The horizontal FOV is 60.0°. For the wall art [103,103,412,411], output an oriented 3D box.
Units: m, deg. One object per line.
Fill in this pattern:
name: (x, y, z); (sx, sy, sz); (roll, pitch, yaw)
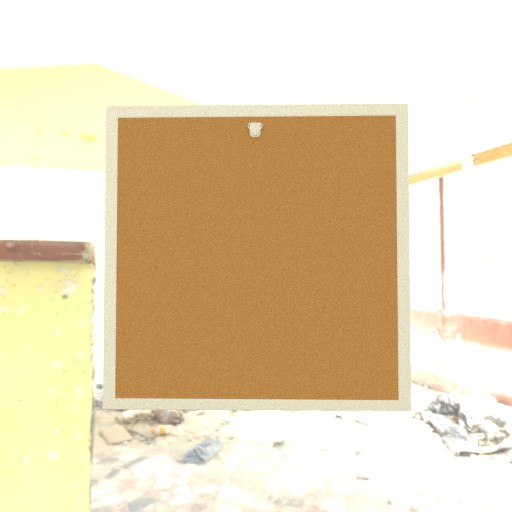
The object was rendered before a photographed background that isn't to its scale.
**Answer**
wall art: (0.000, 0.000, 1.117); (0.761, 0.762, 0.050); (0, -2, 1)
